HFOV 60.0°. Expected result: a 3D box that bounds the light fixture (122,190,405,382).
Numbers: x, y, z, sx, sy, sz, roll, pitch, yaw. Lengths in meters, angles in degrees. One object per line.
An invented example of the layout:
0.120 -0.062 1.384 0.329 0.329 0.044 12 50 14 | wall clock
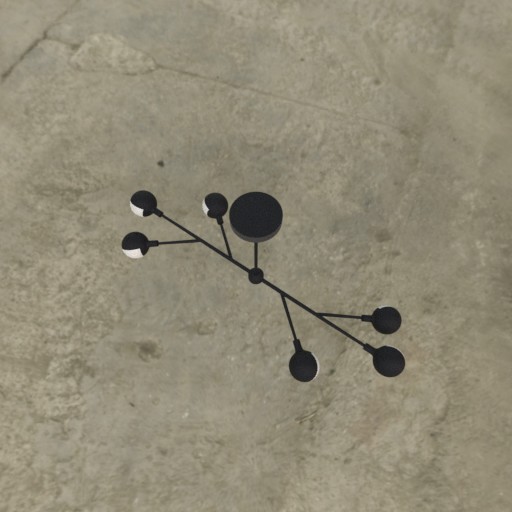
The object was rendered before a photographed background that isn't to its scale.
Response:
0.000 0.000 0.995 0.434 0.362 0.778 -36 69 -16 | light fixture
